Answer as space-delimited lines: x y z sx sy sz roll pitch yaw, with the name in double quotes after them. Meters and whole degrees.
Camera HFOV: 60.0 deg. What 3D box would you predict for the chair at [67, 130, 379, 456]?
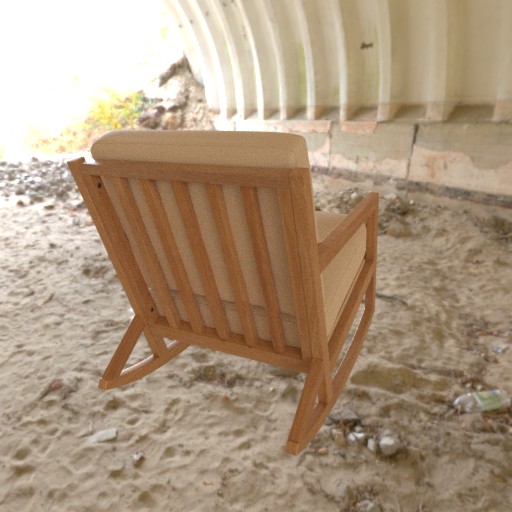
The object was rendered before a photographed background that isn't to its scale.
0.000 0.000 1.423 0.622 0.790 0.857 8 19 25 "chair"
